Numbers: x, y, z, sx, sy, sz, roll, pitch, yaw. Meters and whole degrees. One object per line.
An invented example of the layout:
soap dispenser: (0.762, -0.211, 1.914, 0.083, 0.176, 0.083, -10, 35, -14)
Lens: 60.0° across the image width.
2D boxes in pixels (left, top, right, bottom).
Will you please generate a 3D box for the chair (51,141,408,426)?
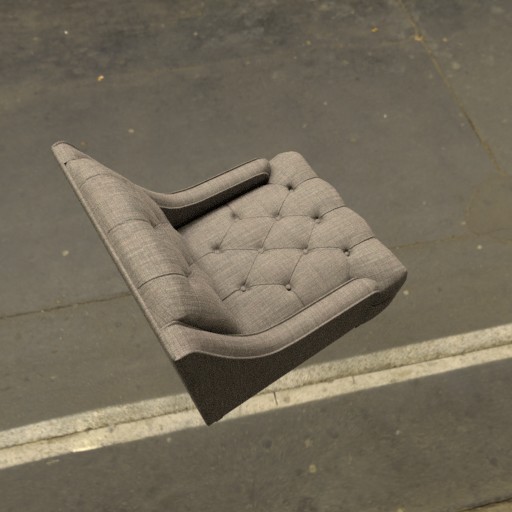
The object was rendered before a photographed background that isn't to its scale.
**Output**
chair: (0.000, 0.000, 1.402, 0.771, 0.891, 0.655, -30, 64, -16)
